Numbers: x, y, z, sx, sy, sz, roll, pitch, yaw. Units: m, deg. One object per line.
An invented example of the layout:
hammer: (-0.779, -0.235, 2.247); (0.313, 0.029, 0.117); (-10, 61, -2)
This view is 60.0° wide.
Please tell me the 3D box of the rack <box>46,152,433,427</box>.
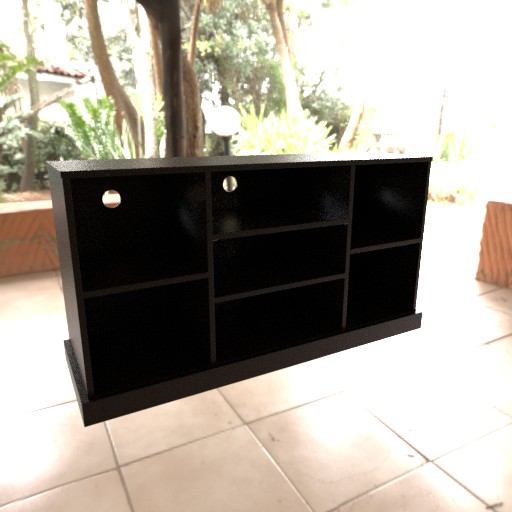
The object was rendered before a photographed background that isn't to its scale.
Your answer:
rack: (0.000, 0.000, 1.479); (1.206, 0.635, 0.399); (-9, 18, -28)
